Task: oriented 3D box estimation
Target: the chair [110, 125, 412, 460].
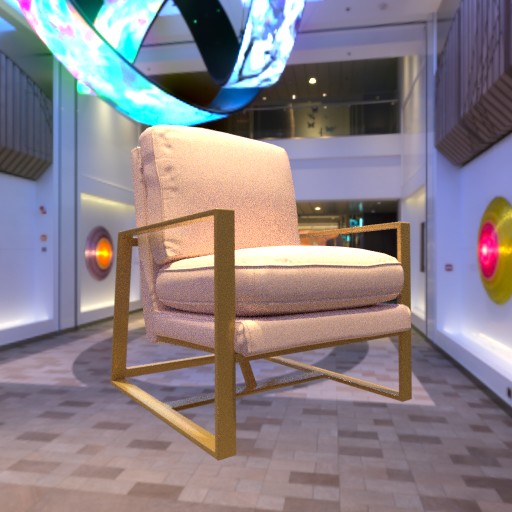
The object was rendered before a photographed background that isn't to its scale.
[{"bbox_3d":[0.000,0.000,1.551,0.758,0.956,0.813,0,0,-36],"label":"chair"}]
